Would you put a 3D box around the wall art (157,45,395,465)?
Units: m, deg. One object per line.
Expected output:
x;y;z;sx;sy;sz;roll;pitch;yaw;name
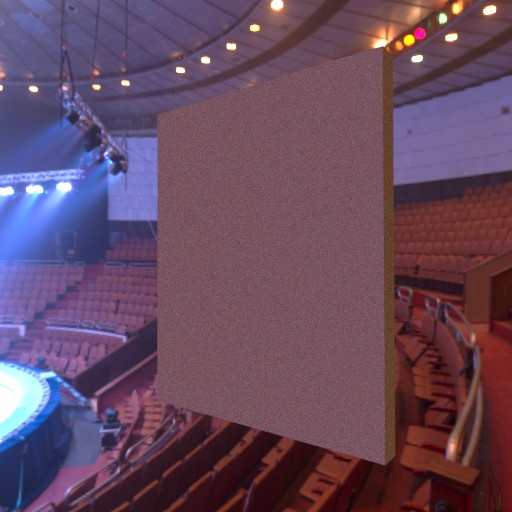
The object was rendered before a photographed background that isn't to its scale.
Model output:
0.000;0.000;0.735;0.451;0.553;0.039;-1;-1;37;wall art
